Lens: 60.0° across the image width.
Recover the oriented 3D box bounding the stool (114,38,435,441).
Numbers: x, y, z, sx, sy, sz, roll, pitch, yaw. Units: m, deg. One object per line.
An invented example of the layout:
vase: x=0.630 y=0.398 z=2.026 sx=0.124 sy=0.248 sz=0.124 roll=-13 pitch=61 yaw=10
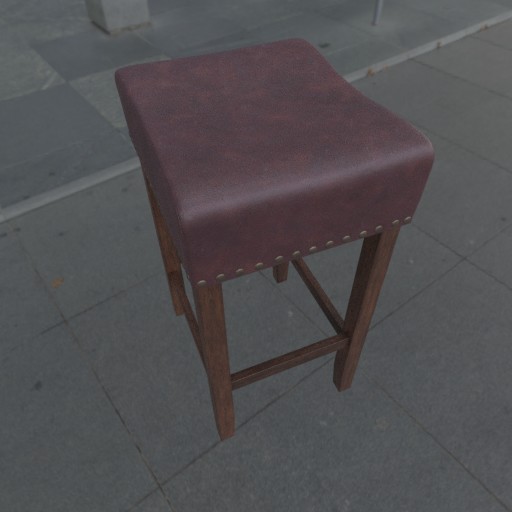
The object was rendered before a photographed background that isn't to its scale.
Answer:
stool: x=0.000 y=0.000 z=1.014 sx=0.401 sy=0.769 sz=0.465 roll=-17 pitch=49 yaw=-15
